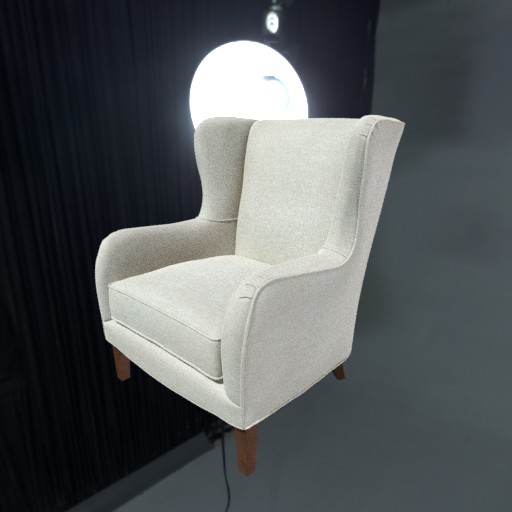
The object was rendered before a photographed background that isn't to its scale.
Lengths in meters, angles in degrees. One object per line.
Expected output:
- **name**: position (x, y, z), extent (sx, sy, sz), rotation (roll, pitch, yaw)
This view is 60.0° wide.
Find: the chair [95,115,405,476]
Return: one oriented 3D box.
- **chair**: position (0.000, 0.000, 1.718), extent (0.838, 1.040, 0.966), rotation (16, 23, 42)
